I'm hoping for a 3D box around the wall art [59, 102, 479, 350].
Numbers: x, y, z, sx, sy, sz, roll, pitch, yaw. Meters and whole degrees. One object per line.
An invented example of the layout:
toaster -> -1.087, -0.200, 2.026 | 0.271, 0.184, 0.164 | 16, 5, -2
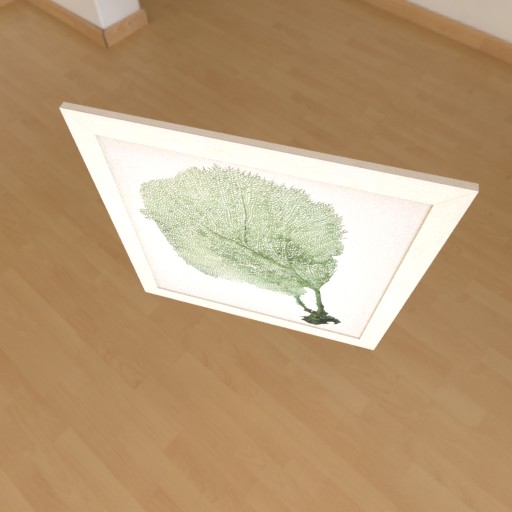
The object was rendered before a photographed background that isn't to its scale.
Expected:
wall art -> 0.000, 0.000, 0.852 | 0.584, 0.584, 0.013 | 13, 59, 8
